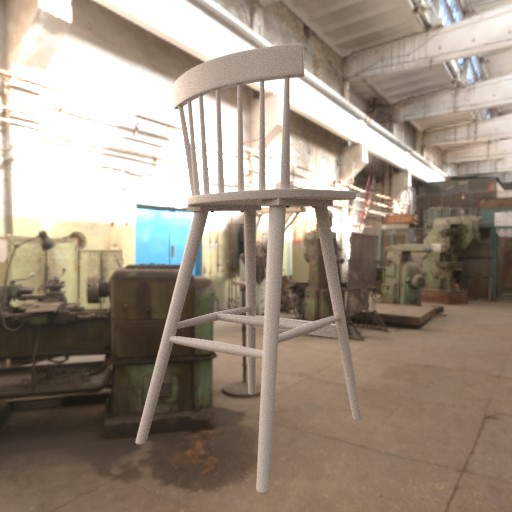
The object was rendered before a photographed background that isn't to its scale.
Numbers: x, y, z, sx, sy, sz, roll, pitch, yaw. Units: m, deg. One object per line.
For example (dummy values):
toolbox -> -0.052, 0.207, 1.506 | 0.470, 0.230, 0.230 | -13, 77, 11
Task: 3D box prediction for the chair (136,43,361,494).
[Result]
chair -> 0.000, 0.000, 1.375 | 0.483, 1.092, 0.572 | 1, 1, 36
